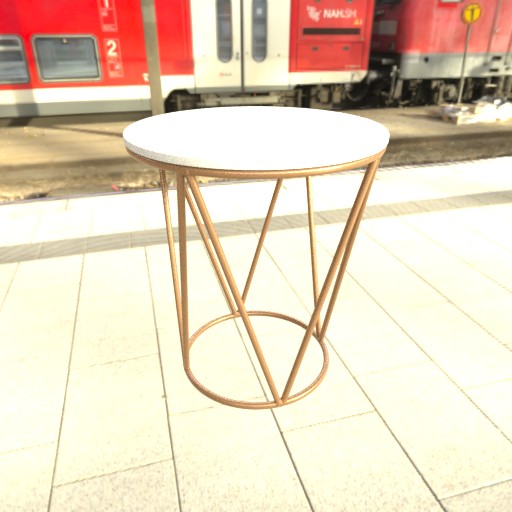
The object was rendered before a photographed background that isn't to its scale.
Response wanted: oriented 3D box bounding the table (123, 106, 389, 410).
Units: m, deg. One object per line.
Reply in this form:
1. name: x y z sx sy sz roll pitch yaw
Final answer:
1. table: 0.000 0.000 0.988 0.500 0.564 0.500 0 27 0
